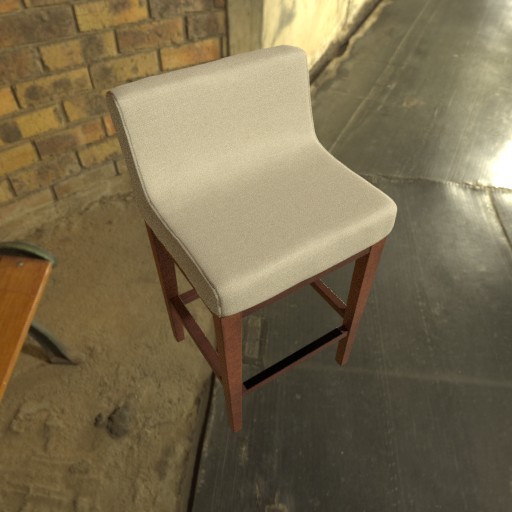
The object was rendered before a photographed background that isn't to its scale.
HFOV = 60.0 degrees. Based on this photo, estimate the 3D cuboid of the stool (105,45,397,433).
[{"bbox_3d":[0.000,0.000,1.251,0.511,0.937,0.500,-25,51,-22],"label":"stool"}]
